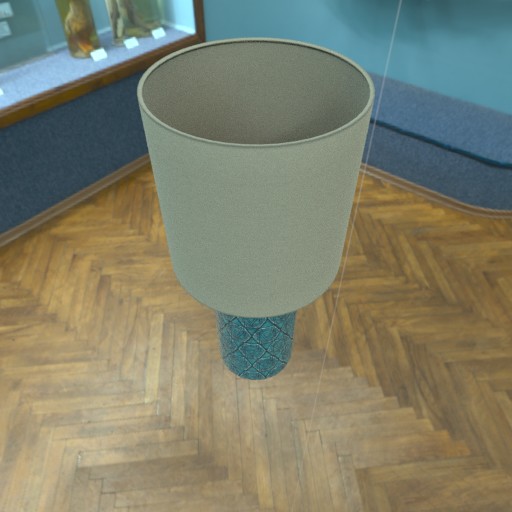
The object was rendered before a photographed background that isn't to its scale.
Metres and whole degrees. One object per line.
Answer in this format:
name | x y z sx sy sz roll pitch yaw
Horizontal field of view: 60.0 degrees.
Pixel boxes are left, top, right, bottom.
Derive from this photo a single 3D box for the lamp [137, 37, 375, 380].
lamp | 0.000 0.000 0.742 0.278 0.597 0.278 33 54 27
